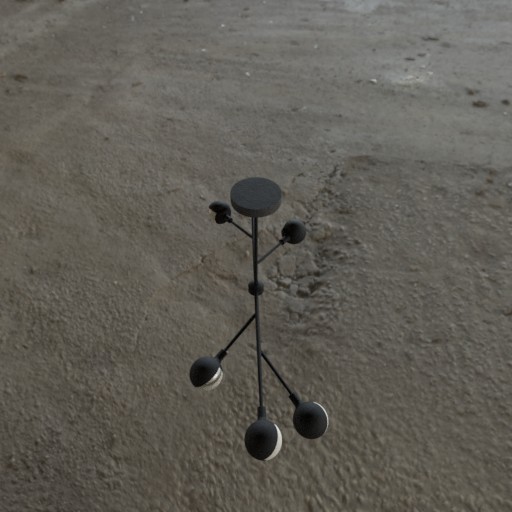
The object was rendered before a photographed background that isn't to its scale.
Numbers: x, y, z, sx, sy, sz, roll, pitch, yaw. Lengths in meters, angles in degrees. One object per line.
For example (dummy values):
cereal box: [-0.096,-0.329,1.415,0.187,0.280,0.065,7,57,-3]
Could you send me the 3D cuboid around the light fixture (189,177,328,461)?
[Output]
light fixture: [0.000,0.000,1.001,0.434,0.362,0.778,10,48,9]
